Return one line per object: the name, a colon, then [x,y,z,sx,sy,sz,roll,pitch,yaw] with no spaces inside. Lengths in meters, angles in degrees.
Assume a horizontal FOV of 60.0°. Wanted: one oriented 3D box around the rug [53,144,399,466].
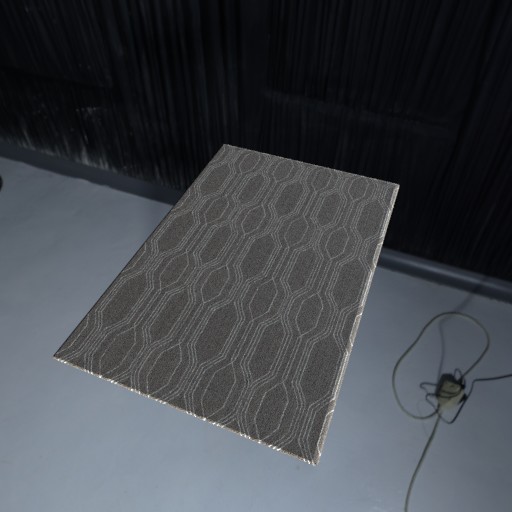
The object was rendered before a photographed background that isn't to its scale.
rug: [0.000,0.000,2.410,1.239,0.012,1.836,16,49,15]
